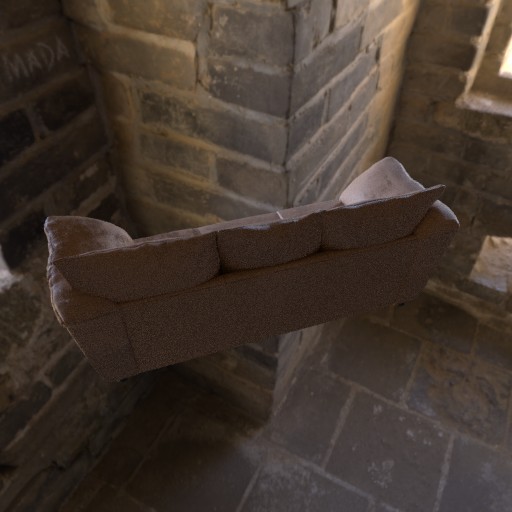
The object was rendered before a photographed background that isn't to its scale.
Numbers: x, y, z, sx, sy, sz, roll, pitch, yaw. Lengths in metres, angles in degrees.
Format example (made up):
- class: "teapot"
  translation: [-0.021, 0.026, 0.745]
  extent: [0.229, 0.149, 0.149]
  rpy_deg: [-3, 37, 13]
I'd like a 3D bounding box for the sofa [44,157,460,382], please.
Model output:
- class: "sofa"
  translation: [0.000, 0.000, 2.804]
  extent: [2.377, 0.981, 0.893]
  rpy_deg: [-12, 42, -14]
